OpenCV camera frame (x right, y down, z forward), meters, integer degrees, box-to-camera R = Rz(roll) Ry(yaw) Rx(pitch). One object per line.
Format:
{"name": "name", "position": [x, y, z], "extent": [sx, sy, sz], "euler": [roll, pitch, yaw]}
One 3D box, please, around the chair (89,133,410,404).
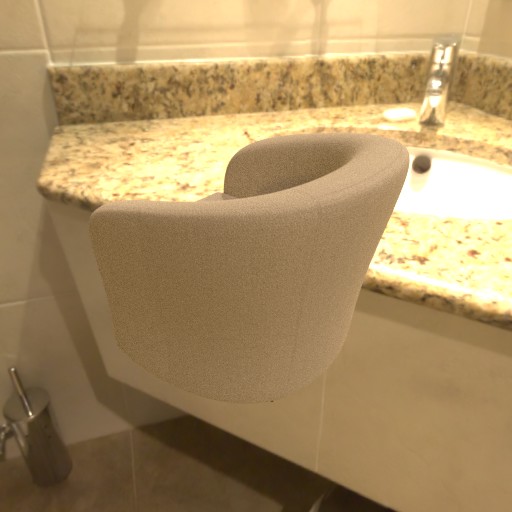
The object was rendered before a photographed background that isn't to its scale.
{"name": "chair", "position": [0.000, 0.000, 1.427], "extent": [0.815, 0.771, 0.791], "euler": [21, 37, 30]}
